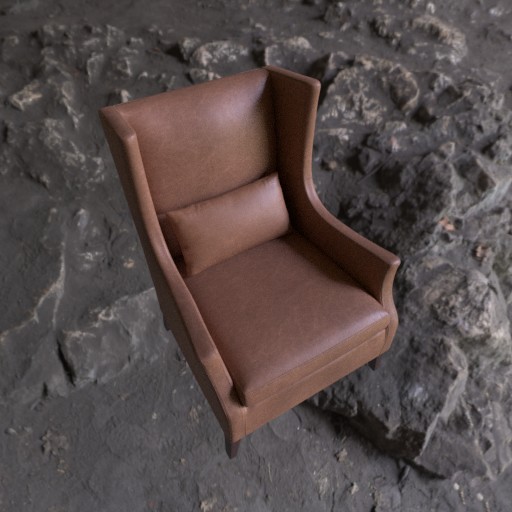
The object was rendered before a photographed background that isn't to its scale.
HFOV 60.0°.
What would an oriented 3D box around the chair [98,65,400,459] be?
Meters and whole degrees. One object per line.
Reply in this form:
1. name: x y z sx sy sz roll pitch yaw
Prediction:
1. chair: 0.000 0.000 1.711 0.815 1.088 0.913 -24 50 -21
